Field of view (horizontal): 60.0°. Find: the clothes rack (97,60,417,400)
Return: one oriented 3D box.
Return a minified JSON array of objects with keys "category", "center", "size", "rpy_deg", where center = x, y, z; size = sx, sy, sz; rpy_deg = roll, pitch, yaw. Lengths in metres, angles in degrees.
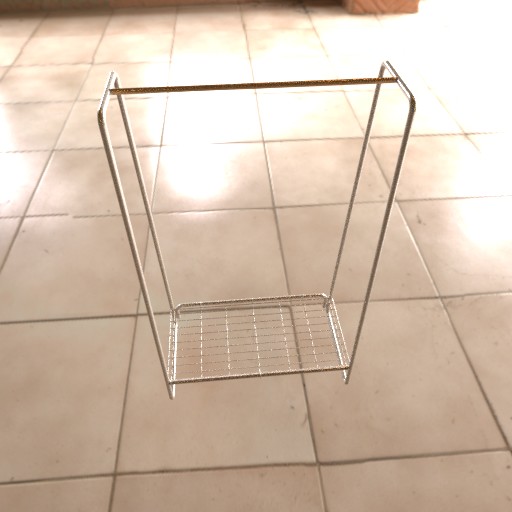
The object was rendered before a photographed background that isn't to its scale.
[{"category":"clothes rack","center":[0.000,0.000,1.867],"size":[0.900,1.500,0.495],"rpy_deg":[-4,46,-4]}]
